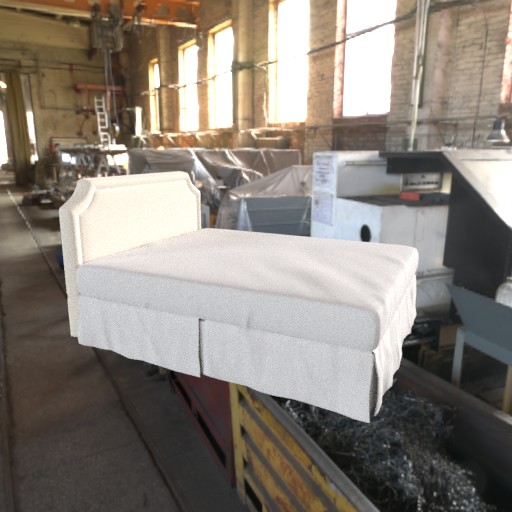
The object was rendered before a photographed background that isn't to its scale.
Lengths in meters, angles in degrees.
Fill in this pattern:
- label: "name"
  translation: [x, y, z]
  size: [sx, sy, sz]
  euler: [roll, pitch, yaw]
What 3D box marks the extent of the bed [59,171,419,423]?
- label: "bed"
  translation: [0.000, 0.000, 3.732]
  size: [2.498, 1.293, 1.977]
  euler: [7, 15, 25]
